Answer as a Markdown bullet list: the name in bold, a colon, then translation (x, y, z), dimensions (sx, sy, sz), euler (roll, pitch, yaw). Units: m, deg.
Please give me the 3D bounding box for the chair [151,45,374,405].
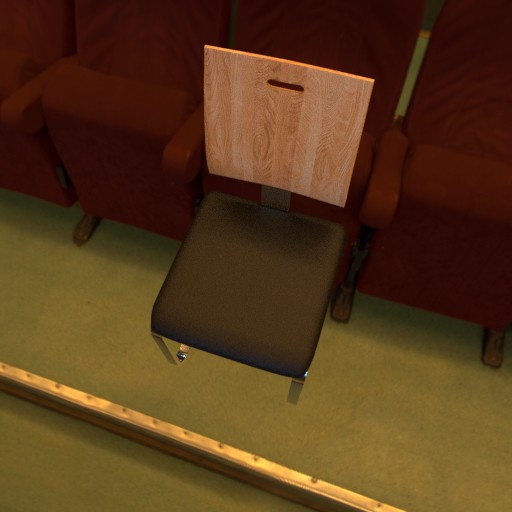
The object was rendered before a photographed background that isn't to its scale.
- **chair**: translation (0.000, 0.000, 1.245), dimensions (0.462, 0.936, 0.560), euler (16, 60, 9)
